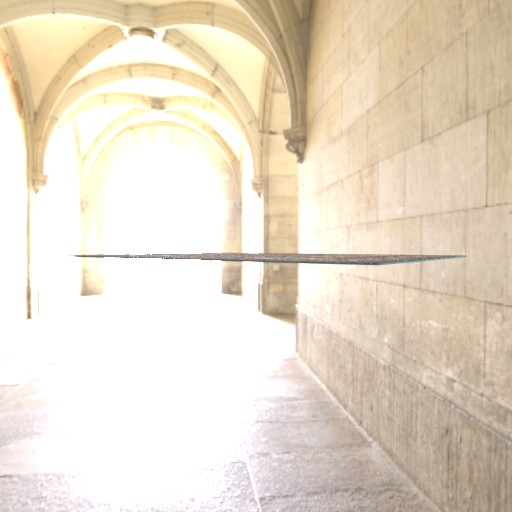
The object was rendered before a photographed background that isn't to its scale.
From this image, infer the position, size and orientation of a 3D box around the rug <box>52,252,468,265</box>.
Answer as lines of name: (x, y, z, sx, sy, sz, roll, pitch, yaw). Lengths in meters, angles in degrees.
rug: (0.000, 0.000, 3.024, 2.373, 0.009, 1.622, 1, 2, 36)
